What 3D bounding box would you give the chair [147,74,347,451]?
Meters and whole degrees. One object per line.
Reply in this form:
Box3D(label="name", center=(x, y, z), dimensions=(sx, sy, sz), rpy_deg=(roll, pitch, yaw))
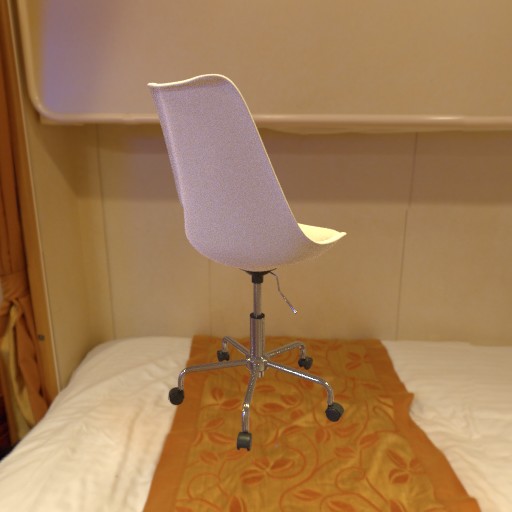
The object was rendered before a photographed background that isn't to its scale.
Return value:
Box3D(label="chair", center=(0.000, 0.000, 1.302), dimensions=(0.550, 0.930, 0.550), rpy_deg=(-14, 21, -43))
